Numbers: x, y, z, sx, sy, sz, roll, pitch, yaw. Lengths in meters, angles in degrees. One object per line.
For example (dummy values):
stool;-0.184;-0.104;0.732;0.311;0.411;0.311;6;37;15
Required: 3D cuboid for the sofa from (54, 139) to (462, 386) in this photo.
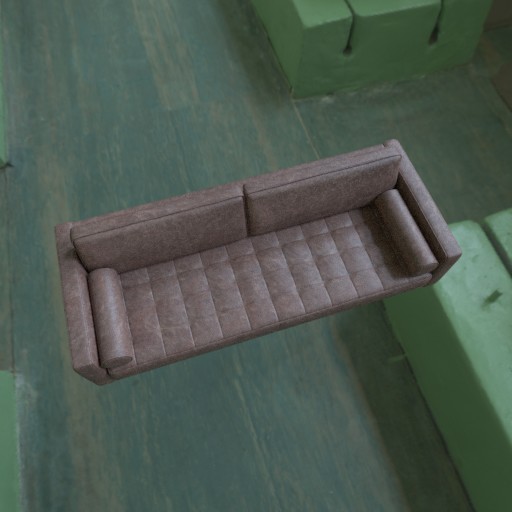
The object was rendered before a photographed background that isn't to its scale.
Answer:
sofa;0.000;0.000;2.708;2.210;0.762;0.914;-16;64;-8
